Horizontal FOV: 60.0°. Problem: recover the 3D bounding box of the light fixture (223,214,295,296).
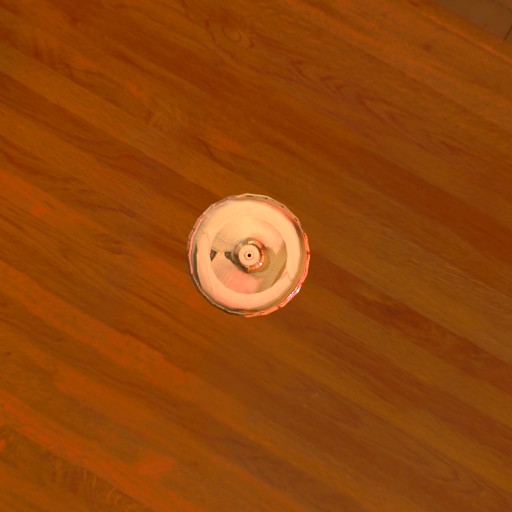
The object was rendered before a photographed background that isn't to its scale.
[{"bbox_3d":[0.000,0.000,1.617,0.374,1.457,0.374,0,90,1],"label":"light fixture"}]
